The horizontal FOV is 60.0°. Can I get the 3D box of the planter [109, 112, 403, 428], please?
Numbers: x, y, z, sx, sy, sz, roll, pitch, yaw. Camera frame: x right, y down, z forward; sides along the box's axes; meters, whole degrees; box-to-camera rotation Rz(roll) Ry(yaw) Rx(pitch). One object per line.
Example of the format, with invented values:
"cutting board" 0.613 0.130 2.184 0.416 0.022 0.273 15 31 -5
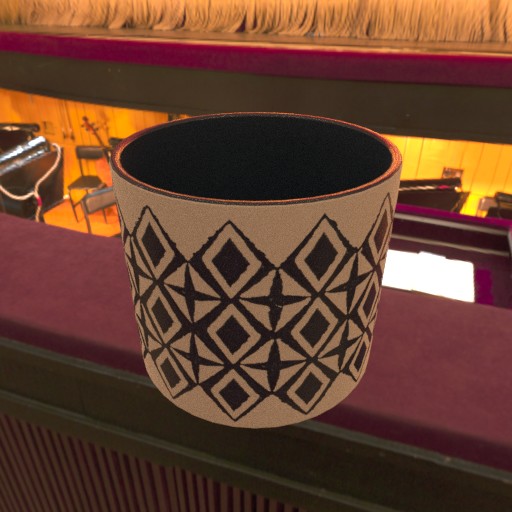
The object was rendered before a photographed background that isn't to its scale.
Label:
"planter" 0.000 0.000 0.284 0.159 0.144 0.159 0 31 0
